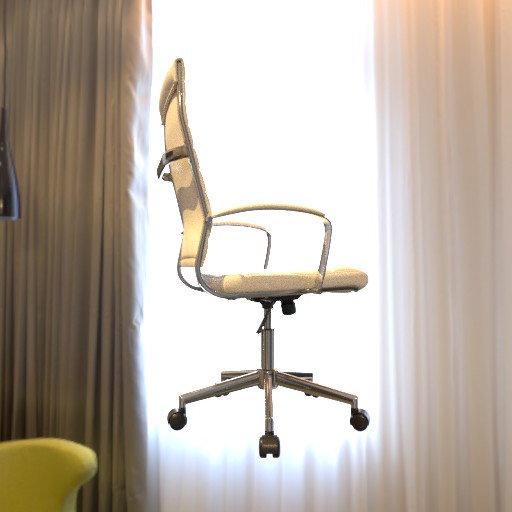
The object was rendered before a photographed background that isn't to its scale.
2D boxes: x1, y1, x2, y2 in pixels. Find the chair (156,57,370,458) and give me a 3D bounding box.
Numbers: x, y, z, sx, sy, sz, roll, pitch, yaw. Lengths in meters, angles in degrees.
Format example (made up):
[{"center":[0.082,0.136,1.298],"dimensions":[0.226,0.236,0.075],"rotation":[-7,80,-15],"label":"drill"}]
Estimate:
[{"center":[0.000,0.000,1.569],"dimensions":[0.679,1.149,0.679],"rotation":[0,-1,-17],"label":"chair"}]
